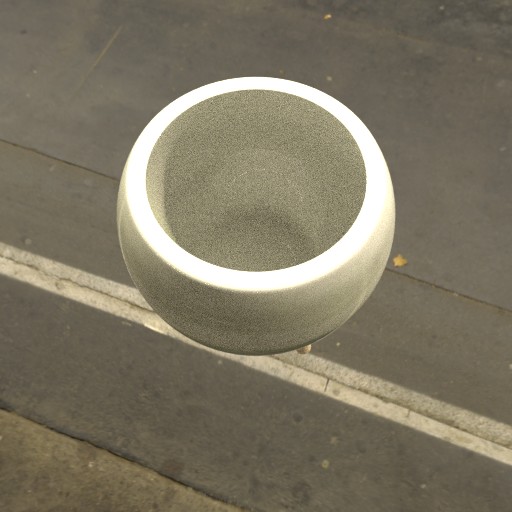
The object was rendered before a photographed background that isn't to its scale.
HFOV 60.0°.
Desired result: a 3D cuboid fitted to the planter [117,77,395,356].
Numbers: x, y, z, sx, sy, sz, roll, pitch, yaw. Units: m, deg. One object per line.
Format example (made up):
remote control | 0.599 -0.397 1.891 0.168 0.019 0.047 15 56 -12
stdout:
planter | 0.000 0.000 0.434 0.222 0.278 0.222 0 64 0
